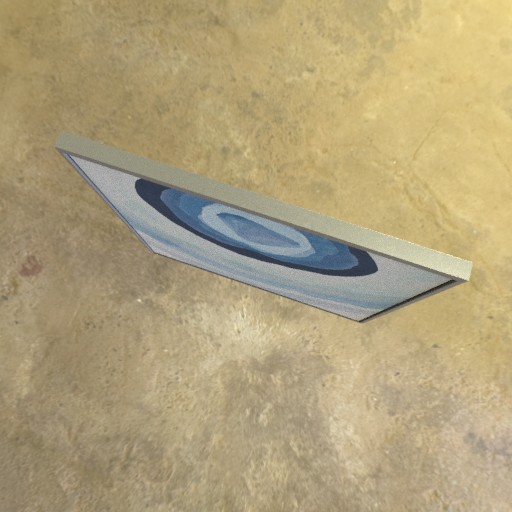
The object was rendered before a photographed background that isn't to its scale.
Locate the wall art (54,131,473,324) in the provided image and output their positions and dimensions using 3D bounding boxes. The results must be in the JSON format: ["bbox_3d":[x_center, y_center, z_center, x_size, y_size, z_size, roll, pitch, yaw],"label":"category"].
[{"bbox_3d":[0.000,0.000,1.212,0.809,0.807,0.038,18,77,5],"label":"wall art"}]
